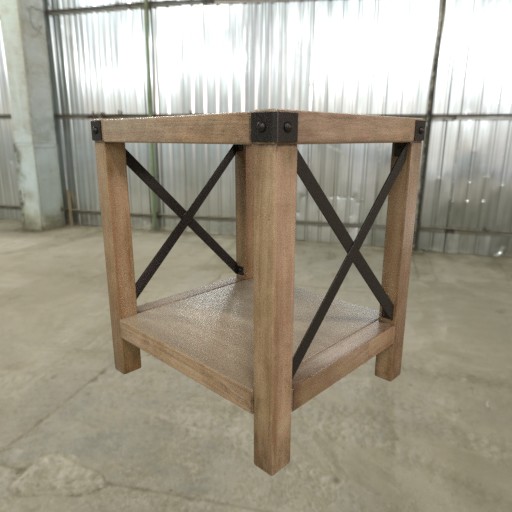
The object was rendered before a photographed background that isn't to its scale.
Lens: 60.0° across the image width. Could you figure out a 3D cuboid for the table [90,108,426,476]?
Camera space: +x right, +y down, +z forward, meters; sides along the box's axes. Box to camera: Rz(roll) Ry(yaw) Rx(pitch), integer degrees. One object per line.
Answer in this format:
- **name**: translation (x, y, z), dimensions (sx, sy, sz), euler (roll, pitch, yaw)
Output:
- **table**: translation (0.000, 0.000, 0.948), dimensions (0.510, 0.561, 0.459), euler (14, 20, 42)
